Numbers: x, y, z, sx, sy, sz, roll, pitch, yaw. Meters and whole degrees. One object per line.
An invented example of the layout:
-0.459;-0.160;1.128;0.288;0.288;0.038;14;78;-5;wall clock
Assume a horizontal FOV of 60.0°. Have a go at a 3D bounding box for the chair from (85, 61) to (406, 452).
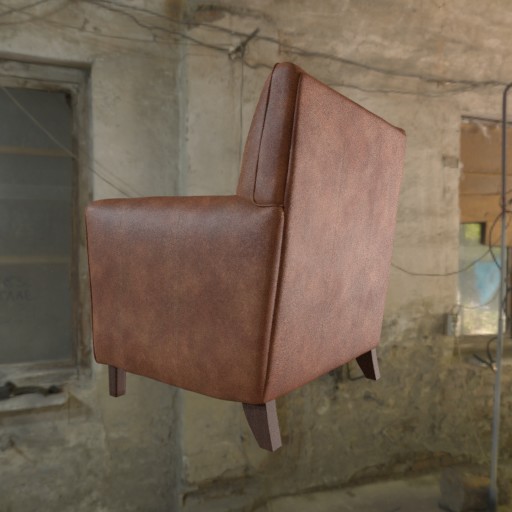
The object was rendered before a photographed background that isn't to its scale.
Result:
0.000;0.000;1.569;0.823;0.943;0.870;2;3;36;chair
